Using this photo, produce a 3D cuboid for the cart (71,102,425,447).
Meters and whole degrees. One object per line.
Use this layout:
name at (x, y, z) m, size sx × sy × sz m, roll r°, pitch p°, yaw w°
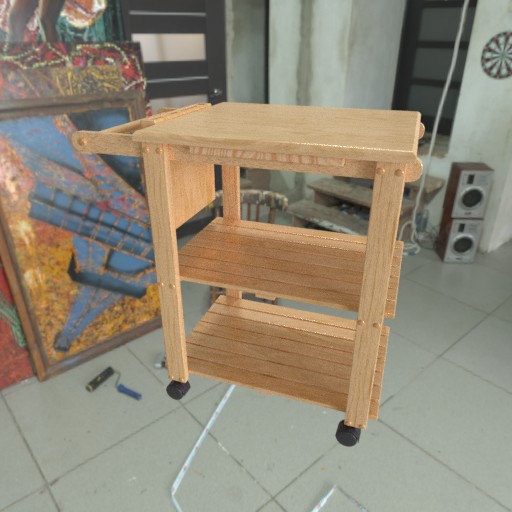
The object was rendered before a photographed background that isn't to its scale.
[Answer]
cart at (0.000, 0.000, 1.336) m, size 0.843 × 0.816 × 0.520 m, roll 9°, pitch 28°, yaw 17°
